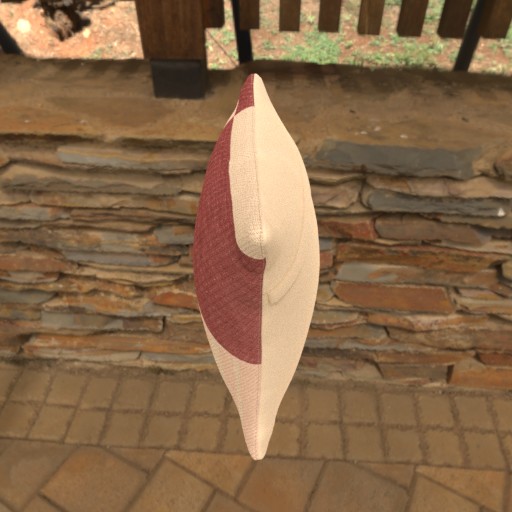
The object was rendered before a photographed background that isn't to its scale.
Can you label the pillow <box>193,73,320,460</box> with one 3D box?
[{"bbox_3d":[0.000,0.000,0.820,0.229,0.506,0.536,-1,42,-1],"label":"pillow"}]
